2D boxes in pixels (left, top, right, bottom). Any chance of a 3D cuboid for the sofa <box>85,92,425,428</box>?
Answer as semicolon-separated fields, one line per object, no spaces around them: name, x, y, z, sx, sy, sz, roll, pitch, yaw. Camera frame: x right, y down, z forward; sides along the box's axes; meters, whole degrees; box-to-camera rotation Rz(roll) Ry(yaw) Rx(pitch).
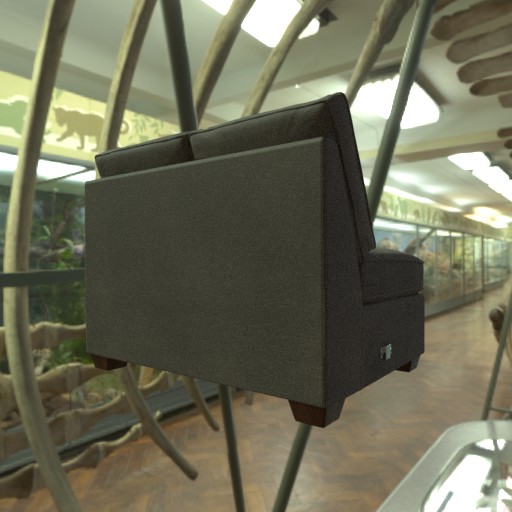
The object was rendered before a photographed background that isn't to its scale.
sofa;0.000;0.000;1.991;1.237;1.008;0.951;0;0;38
